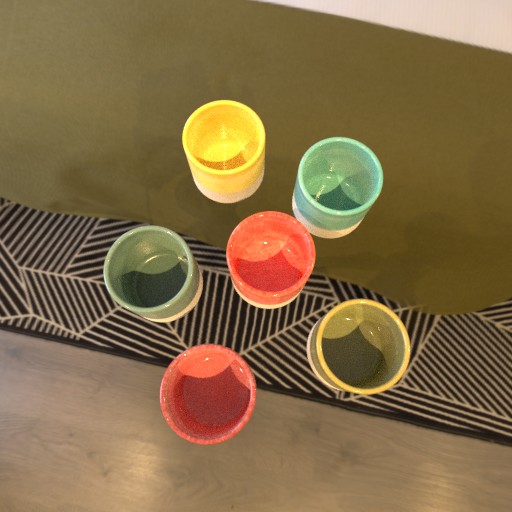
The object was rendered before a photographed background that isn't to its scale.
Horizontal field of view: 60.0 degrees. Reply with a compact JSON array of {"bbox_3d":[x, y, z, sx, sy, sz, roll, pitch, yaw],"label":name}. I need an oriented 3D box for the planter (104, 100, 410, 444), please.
[{"bbox_3d":[0.000,0.000,0.409,0.257,0.075,0.286,-18,76,-5],"label":"planter"}]
